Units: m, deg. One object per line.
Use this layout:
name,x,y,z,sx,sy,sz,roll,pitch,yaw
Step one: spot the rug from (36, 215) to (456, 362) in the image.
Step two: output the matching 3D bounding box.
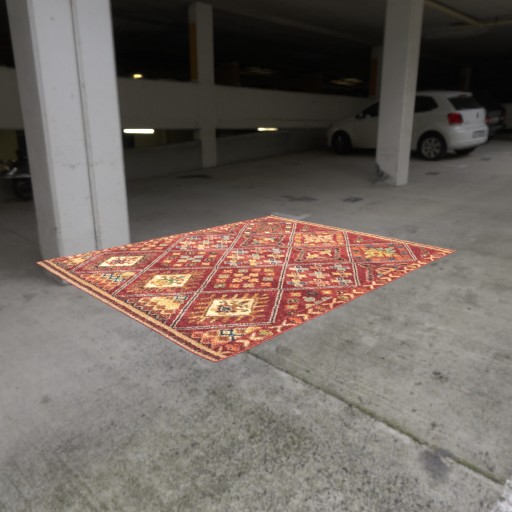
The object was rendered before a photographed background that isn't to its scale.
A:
rug,0.000,0.000,4.152,3.086,0.030,2.489,-16,23,-43
